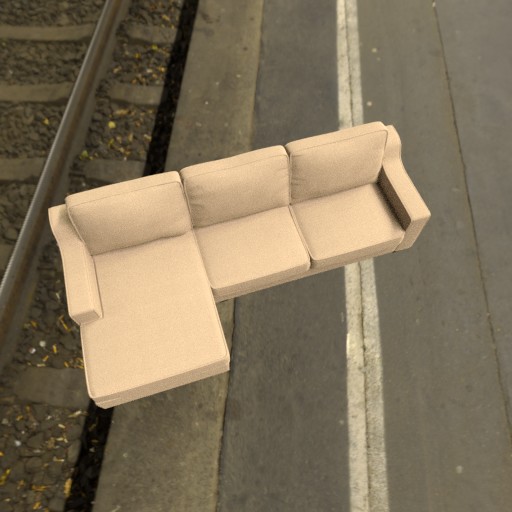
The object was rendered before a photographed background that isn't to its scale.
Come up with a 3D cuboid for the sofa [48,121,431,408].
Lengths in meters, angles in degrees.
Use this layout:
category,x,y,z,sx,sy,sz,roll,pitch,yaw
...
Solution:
category,x,y,z,sx,sy,sz,roll,pitch,yaw
sofa,0.000,0.000,3.141,2.561,0.928,1.294,-15,63,-8
